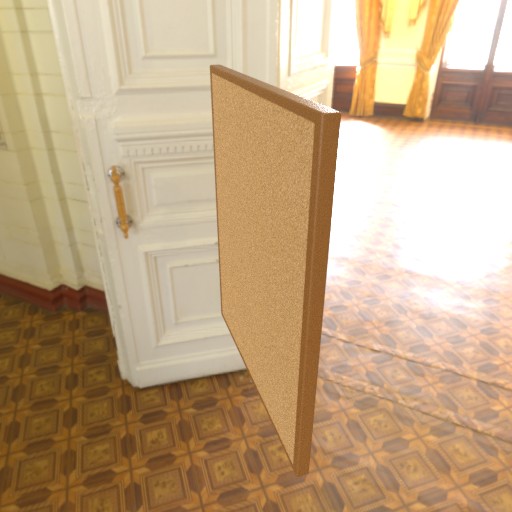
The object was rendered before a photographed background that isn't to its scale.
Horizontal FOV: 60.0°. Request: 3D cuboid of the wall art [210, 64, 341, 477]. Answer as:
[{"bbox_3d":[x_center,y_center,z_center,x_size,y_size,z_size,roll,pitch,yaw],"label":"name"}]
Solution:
[{"bbox_3d":[0.000,0.000,0.512,0.015,0.379,0.310,-10,30,-17],"label":"wall art"}]
